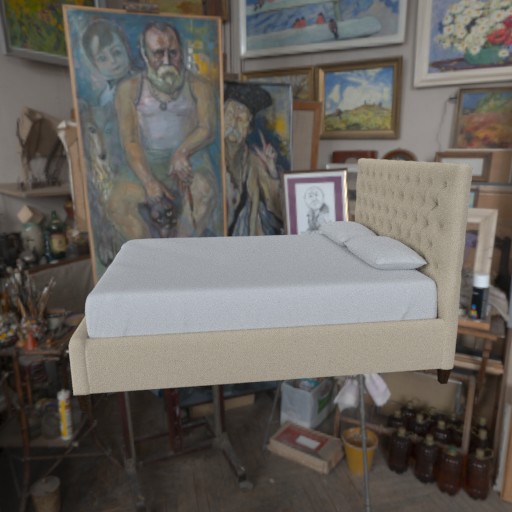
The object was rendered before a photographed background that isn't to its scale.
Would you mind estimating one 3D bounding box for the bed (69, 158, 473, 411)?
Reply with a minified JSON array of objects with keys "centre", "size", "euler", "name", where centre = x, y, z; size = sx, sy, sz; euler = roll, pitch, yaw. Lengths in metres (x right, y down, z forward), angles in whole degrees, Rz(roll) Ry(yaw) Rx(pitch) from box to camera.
[{"centre":[0.000,0.000,3.398],"size":[2.387,1.427,1.698],"euler":[-2,14,-8],"name":"bed"}]
